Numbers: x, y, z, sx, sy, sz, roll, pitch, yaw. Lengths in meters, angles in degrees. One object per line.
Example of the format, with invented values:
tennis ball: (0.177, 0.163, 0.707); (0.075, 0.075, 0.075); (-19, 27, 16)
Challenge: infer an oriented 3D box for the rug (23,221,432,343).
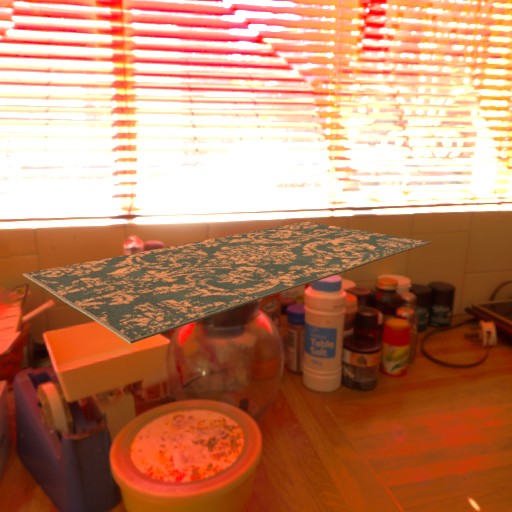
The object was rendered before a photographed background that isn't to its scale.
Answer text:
rug: (0.000, 0.000, 1.430); (1.219, 0.007, 0.604); (-13, 19, -42)
